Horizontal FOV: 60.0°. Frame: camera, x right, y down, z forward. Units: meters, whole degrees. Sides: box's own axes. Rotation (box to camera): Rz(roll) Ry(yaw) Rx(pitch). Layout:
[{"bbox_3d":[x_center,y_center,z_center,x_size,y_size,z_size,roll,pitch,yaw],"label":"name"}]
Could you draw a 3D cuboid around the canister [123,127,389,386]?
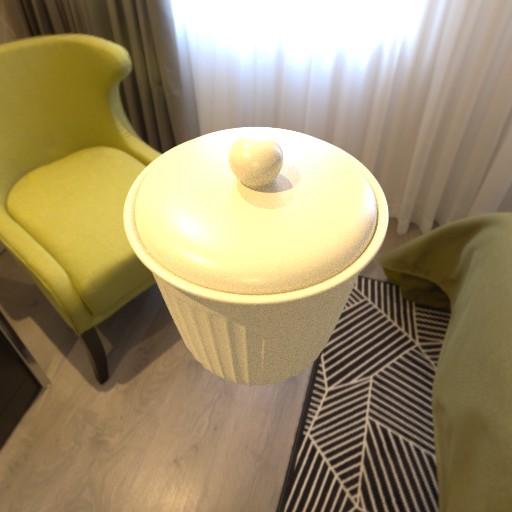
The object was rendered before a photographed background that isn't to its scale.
[{"bbox_3d":[0.000,0.000,0.351,0.181,0.211,0.181,0,47,0],"label":"canister"}]
